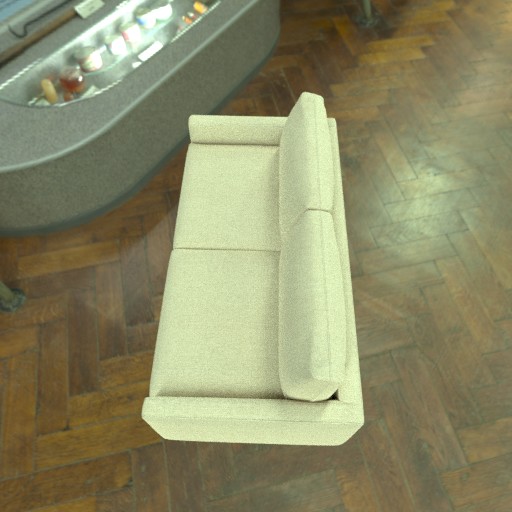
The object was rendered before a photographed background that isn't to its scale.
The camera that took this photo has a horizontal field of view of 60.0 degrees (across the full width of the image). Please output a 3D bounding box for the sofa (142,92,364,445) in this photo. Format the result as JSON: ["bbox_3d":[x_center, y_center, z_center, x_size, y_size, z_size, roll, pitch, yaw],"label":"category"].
[{"bbox_3d":[0.000,0.000,2.168,0.839,0.812,1.651,1,58,1],"label":"sofa"}]
